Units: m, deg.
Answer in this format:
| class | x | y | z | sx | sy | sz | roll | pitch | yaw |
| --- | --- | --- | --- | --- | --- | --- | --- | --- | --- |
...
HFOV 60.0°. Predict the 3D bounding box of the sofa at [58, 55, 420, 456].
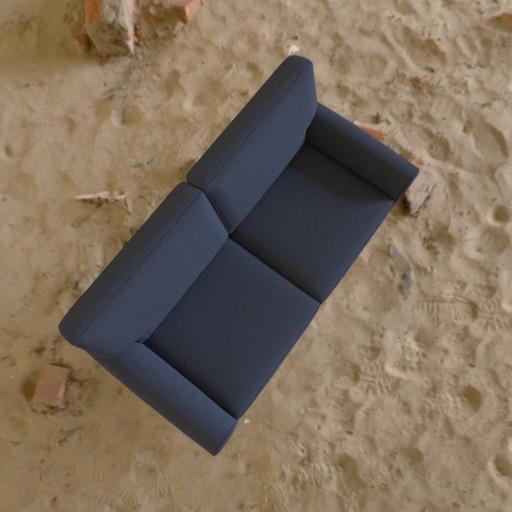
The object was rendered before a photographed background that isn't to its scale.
| class | x | y | z | sx | sy | sz | roll | pitch | yaw |
| --- | --- | --- | --- | --- | --- | --- | --- | --- | --- |
| sofa | 0.000 | 0.000 | 2.522 | 0.940 | 1.020 | 1.930 | 36 | 78 | 9 |
